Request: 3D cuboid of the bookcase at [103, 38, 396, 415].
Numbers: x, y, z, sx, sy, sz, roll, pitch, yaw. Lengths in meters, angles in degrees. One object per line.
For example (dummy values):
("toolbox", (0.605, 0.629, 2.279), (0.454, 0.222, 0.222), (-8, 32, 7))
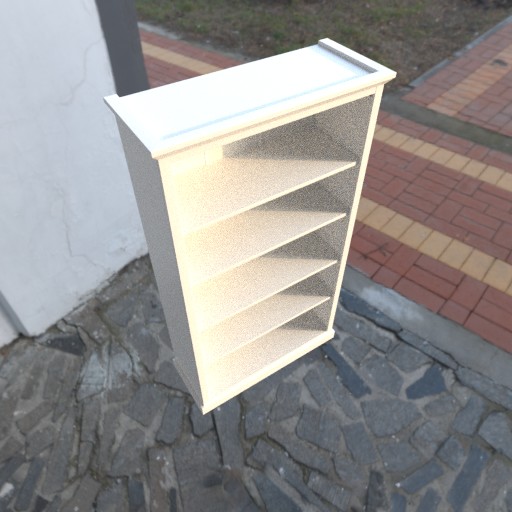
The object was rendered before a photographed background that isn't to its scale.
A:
("bookcase", (0.000, 0.000, 2.361), (1.050, 1.880, 0.432), (-25, 51, -22))
